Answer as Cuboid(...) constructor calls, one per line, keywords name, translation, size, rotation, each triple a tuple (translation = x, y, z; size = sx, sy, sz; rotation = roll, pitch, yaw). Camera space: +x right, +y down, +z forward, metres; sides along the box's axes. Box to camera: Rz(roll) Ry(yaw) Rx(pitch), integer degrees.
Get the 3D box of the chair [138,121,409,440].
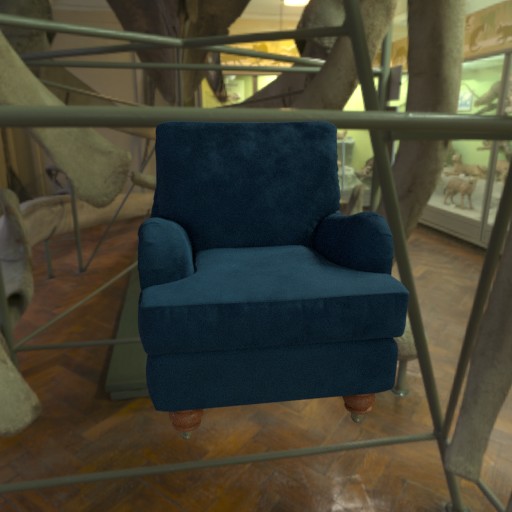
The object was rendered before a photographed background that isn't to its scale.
Cuboid(name="chair", translation=(0.000, 0.000, 1.850), size=(0.895, 1.076, 1.078), rotation=(-3, 17, -8))
